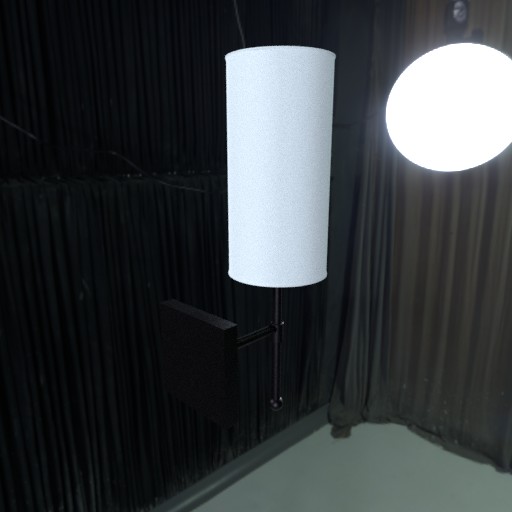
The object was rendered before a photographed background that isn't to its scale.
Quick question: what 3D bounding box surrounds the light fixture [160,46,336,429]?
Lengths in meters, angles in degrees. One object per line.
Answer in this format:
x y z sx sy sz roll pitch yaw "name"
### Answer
0.000 0.000 0.545 0.128 0.462 0.208 13 19 43 "light fixture"
